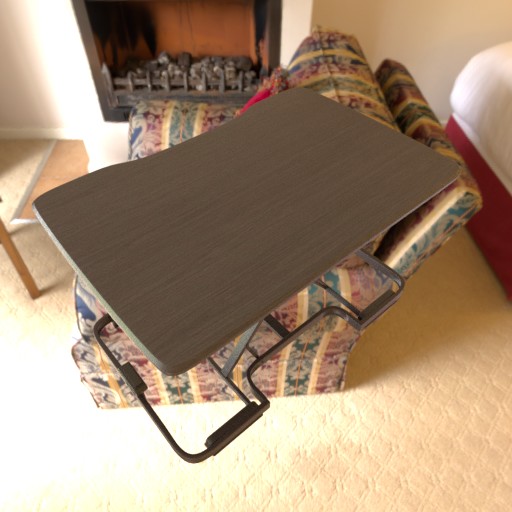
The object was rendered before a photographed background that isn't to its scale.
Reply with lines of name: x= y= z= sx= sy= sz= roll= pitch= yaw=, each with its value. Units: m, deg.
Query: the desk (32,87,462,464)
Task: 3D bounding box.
desk: x=0.000 y=0.000 z=1.135 sx=0.820 sy=0.470 sz=0.546 roll=-32 pitch=54 yaw=-27
